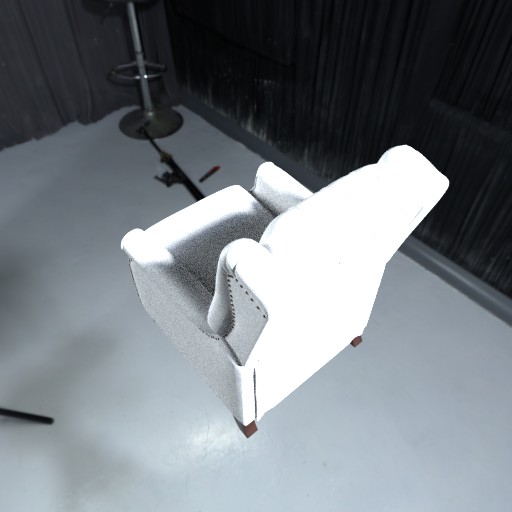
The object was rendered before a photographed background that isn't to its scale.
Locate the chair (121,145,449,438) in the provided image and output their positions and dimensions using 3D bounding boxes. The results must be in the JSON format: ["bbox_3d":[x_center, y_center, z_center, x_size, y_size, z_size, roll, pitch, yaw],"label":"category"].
[{"bbox_3d":[0.000,0.000,1.634,0.742,1.035,0.902,-32,55,-26],"label":"chair"}]
